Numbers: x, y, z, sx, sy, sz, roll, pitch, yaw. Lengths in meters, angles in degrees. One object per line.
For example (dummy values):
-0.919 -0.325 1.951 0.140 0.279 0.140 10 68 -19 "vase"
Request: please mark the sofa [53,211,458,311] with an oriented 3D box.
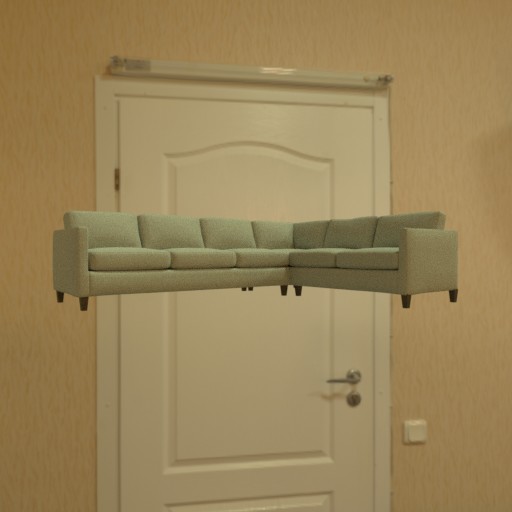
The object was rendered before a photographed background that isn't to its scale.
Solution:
0.000 0.000 4.474 3.333 0.934 2.522 0 0 -37 "sofa"
